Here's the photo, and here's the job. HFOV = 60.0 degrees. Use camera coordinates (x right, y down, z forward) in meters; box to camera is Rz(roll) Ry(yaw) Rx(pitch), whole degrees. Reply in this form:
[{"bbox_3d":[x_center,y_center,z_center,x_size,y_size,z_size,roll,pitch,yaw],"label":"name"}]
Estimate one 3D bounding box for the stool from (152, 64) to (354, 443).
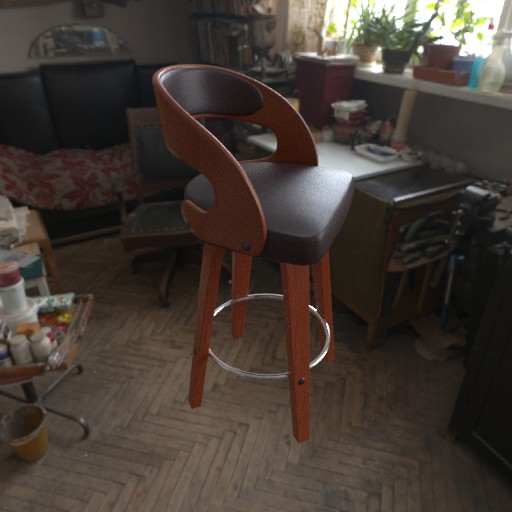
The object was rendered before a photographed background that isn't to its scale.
[{"bbox_3d":[0.000,0.000,1.212,0.457,0.940,0.457,11,32,18],"label":"stool"}]
